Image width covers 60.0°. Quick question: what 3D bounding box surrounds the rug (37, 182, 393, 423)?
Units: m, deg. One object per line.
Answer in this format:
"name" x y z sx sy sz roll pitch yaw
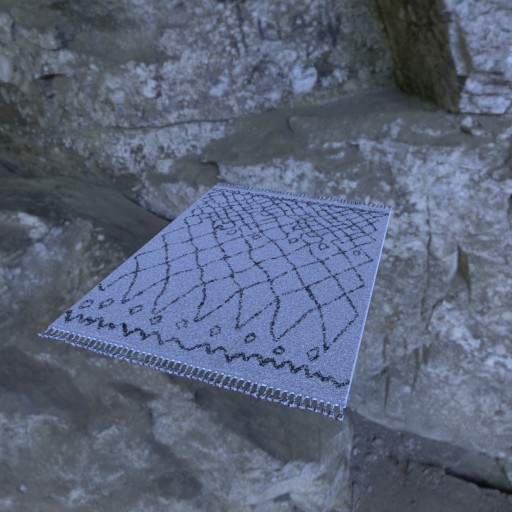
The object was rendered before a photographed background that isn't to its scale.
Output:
"rug" 0.000 0.000 3.020 1.613 0.017 2.312 10 32 17
